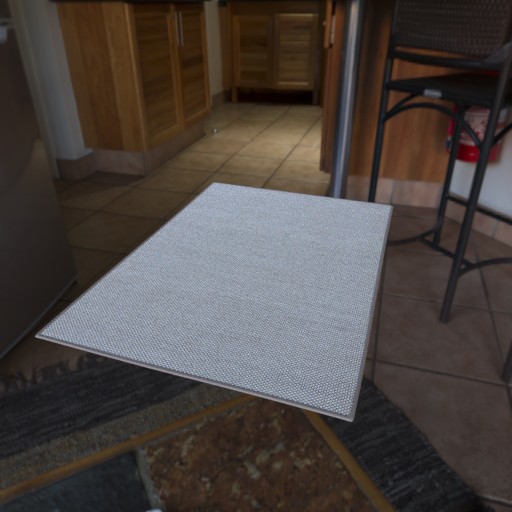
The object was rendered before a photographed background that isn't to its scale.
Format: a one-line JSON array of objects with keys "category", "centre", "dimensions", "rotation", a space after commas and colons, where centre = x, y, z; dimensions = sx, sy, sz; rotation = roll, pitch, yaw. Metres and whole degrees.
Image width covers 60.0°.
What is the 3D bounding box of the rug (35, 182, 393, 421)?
[{"category": "rug", "centre": [0.000, 0.000, 2.761], "dimensions": [1.517, 0.013, 2.115], "rotation": [10, 32, 16]}]
